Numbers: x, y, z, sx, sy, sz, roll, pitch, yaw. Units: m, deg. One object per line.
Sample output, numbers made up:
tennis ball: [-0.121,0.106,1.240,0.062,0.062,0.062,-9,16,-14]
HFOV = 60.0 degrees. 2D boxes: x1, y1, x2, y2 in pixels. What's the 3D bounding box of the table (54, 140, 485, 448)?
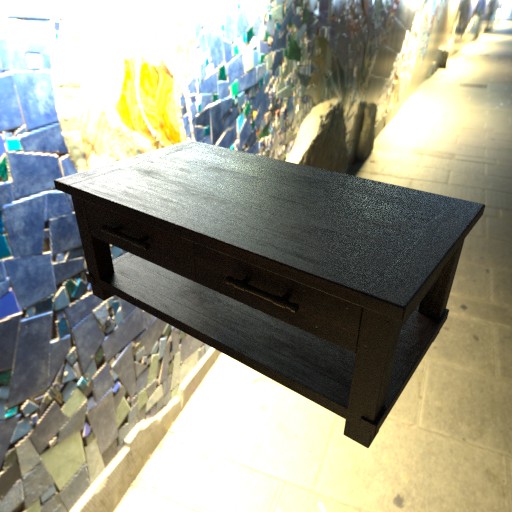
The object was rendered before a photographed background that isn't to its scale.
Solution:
table: [0.000,0.000,1.586,1.270,0.494,0.700,20,35,32]
